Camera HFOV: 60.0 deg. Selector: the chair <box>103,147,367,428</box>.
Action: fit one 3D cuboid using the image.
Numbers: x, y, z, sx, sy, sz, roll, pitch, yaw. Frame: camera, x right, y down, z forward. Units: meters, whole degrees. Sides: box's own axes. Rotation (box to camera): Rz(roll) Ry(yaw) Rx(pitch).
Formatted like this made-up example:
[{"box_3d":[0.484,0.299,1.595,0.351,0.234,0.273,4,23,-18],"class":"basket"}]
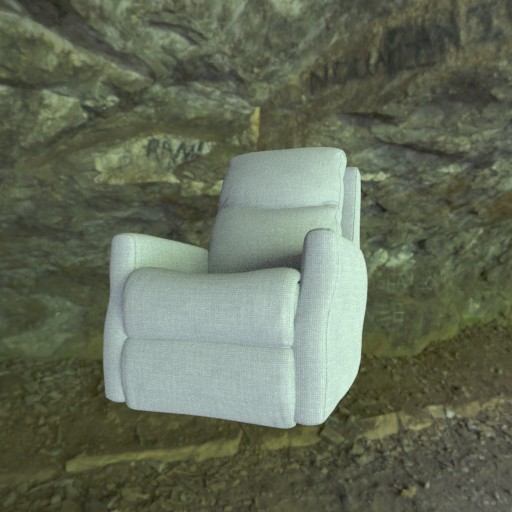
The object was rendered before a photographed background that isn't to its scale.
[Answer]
[{"box_3d":[0.000,0.000,1.767,0.829,1.030,1.080,0,-1,19],"class":"chair"}]
